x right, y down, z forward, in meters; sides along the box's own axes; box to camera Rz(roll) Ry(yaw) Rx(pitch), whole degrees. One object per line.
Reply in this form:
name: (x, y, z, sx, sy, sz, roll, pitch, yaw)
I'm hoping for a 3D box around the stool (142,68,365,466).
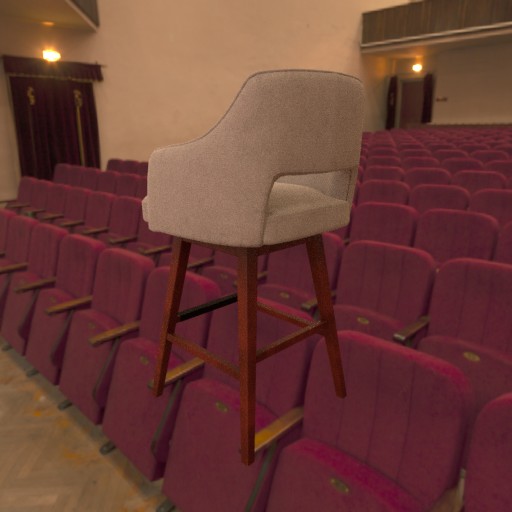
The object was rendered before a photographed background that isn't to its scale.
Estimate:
stool: (0.000, 0.000, 1.362, 0.548, 1.012, 0.558, -15, 22, -43)
